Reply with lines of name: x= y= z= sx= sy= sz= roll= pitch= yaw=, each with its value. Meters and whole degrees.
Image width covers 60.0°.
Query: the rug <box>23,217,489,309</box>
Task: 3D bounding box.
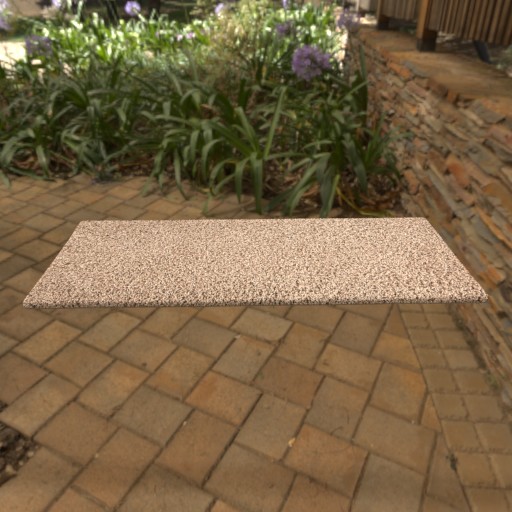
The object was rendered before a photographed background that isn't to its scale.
rug: x=0.000 y=0.000 z=1.703 sx=1.524 sy=0.030 sz=0.609 roll=-1 pitch=30 yaw=-1
